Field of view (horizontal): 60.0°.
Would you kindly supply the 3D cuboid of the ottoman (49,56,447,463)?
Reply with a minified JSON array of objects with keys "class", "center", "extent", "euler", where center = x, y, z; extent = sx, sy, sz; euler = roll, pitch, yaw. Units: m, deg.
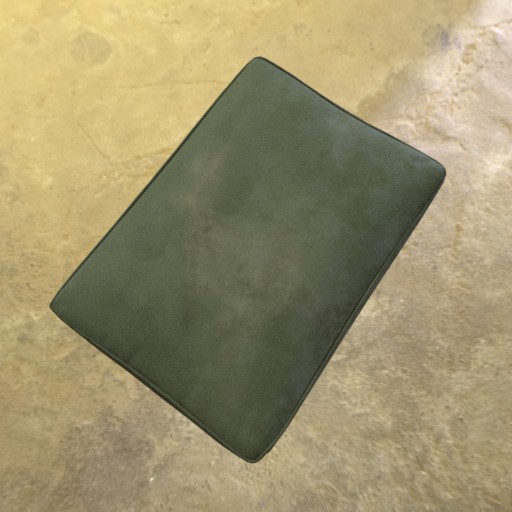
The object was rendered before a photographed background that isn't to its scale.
[{"class":"ottoman","center":[0.000,0.000,1.258],"extent":[0.632,0.495,0.864],"euler":[34,78,8]}]
